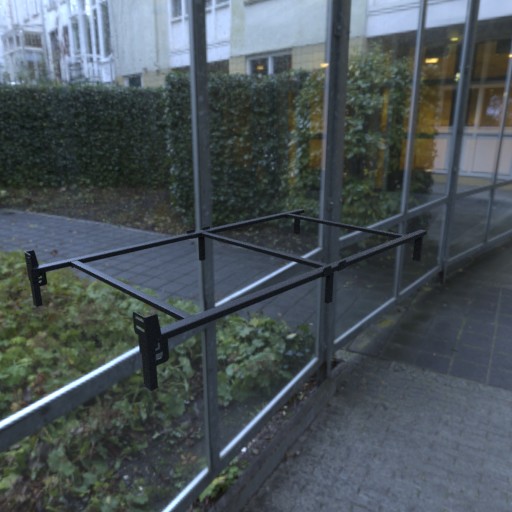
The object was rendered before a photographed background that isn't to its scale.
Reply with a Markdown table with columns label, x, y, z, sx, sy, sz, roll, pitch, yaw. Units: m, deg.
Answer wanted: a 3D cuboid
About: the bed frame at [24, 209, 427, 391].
| label | x | y | z | sx | sy | sz | roll | pitch | yaw |
| --- | --- | --- | --- | --- | --- | --- | --- | --- | --- |
| bed frame | 0.000 | 0.000 | 2.287 | 0.968 | 0.248 | 1.897 | 16 | 23 | 42 |
